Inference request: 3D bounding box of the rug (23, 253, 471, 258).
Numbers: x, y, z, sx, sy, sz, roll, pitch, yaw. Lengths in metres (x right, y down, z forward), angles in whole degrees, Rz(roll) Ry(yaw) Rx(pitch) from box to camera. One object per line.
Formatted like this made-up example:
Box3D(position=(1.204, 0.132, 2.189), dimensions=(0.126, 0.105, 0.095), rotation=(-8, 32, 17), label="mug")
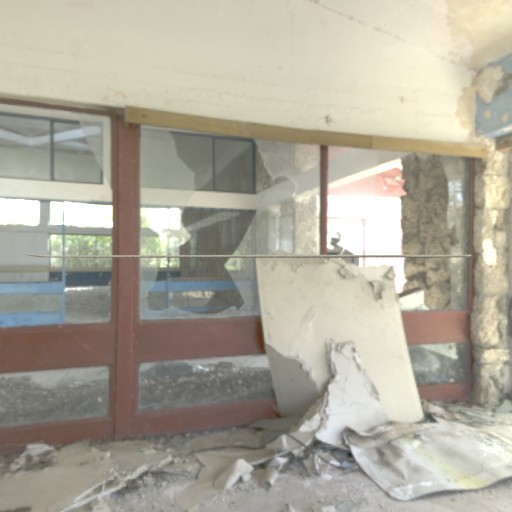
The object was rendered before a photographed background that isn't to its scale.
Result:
Box3D(position=(0.000, 0.000, 2.381), dimensions=(1.947, 0.023, 1.214), rotation=(0, 0, 18), label="rug")
